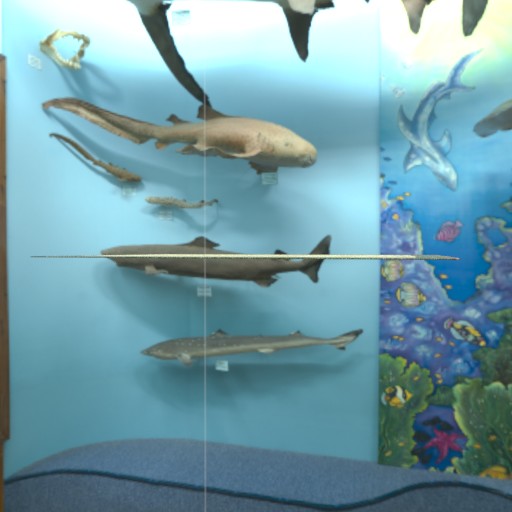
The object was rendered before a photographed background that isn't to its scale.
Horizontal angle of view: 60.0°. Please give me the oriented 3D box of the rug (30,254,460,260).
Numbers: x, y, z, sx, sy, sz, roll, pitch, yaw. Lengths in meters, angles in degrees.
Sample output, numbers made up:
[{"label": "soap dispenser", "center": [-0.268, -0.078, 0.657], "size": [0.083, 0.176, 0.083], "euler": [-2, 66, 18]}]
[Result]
[{"label": "rug", "center": [0.000, 0.000, 3.048], "size": [2.435, 0.006, 1.521], "euler": [0, 1, 18]}]
